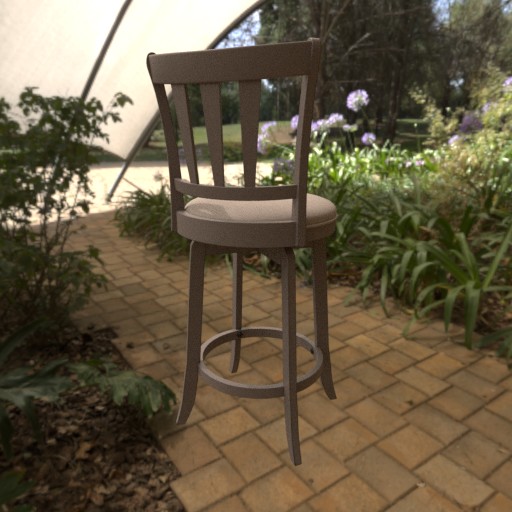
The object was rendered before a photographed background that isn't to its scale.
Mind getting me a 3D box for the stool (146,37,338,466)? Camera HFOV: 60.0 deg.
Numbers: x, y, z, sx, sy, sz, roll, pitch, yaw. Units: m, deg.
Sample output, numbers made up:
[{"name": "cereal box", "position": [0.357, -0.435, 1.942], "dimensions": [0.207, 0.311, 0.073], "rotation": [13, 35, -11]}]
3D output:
[{"name": "stool", "position": [0.000, 0.000, 1.231], "dimensions": [0.436, 1.023, 0.475], "rotation": [8, 18, 25]}]
